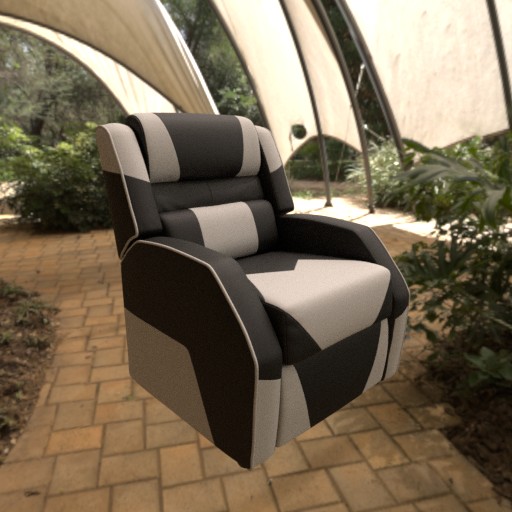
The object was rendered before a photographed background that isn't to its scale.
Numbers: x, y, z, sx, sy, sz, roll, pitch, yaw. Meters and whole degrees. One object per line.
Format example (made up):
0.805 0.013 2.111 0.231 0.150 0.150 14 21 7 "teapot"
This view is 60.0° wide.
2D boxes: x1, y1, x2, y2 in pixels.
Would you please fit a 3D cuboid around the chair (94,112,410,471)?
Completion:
0.000 0.000 1.282 0.620 0.805 0.672 -14 21 -41 "chair"
